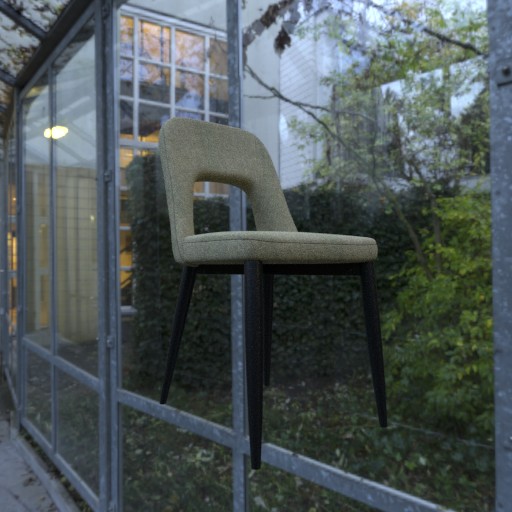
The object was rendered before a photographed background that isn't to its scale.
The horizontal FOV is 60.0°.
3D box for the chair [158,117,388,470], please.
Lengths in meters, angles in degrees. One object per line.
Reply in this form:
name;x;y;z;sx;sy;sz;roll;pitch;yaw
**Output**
chair;0.000;0.000;1.310;0.470;0.931;0.612;0;-1;-35
